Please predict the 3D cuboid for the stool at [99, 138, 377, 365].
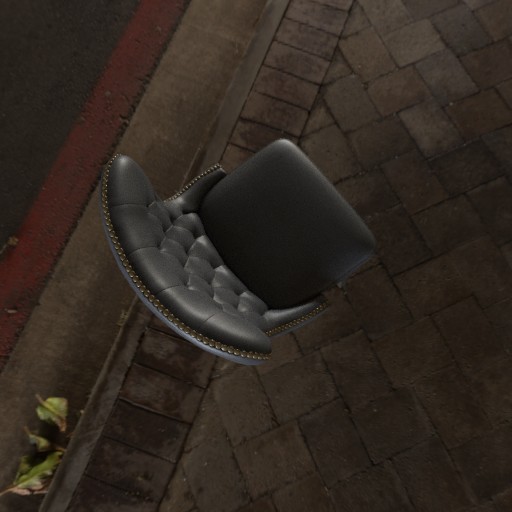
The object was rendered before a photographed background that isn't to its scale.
[{"bbox_3d":[0.000,0.000,1.330,0.593,0.971,0.528,-36,78,-9],"label":"stool"}]
